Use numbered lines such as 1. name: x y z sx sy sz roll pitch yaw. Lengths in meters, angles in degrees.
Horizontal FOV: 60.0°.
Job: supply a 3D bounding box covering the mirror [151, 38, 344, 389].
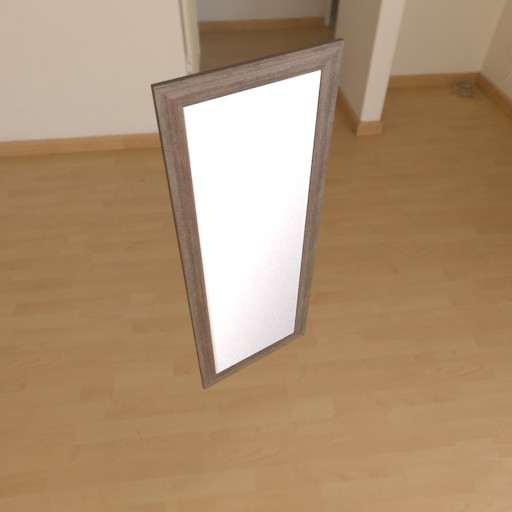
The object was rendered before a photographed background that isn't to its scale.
1. mirror: 0.000 0.000 2.342 0.812 2.032 0.025 -24 50 -22
